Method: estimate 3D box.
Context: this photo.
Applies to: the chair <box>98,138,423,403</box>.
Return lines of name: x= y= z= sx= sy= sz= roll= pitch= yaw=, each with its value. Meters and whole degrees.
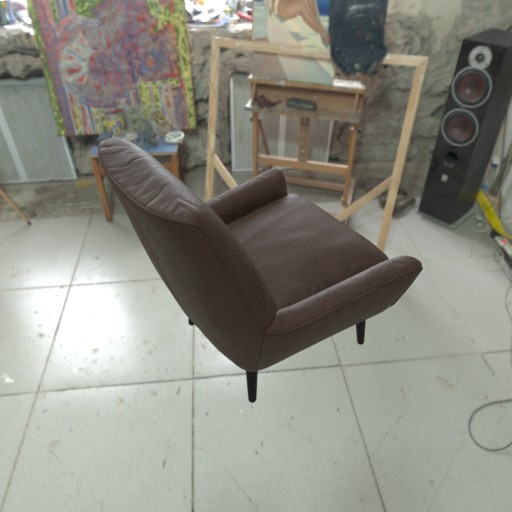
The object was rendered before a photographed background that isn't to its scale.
chair: x=0.000 y=0.000 z=1.525 sx=0.824 sy=0.888 sz=0.787 roll=-25 pitch=46 yaw=-26
